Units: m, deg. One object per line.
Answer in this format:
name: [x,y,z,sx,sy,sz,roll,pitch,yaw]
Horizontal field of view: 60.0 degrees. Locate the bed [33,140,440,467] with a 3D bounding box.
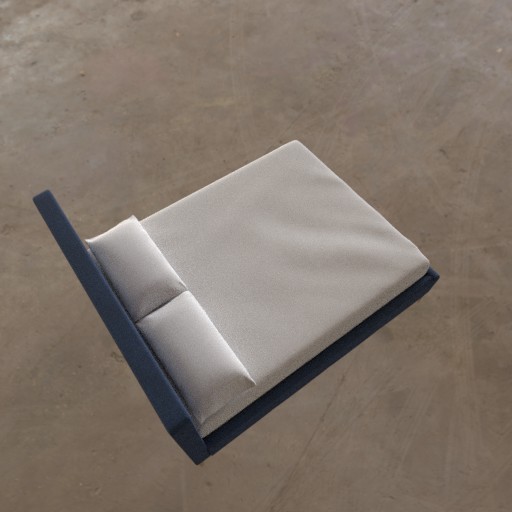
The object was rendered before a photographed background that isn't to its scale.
bed: [0.000,0.000,3.182,2.172,1.231,1.723,-31,63,-18]
